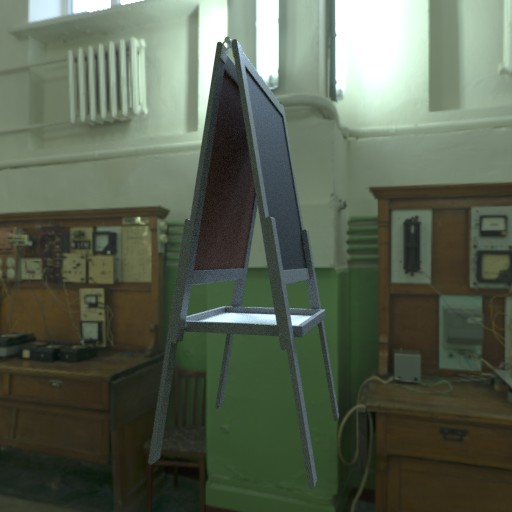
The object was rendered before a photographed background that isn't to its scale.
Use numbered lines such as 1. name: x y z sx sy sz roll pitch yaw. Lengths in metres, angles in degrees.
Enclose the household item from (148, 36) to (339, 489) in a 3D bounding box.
1. household item: 0.000 0.000 1.434 0.469 1.172 0.531 0 -1 17
